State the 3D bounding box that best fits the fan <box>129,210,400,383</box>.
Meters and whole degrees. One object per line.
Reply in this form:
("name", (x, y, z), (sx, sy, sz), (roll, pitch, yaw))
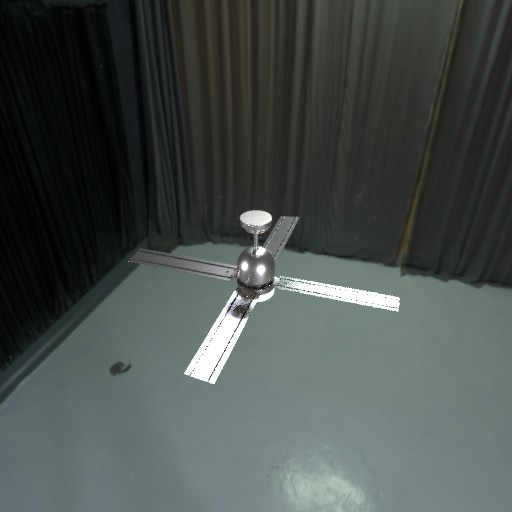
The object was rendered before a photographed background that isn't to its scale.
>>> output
("fan", (0.000, 0.000, 2.088), (1.346, 0.406, 1.346), (9, 34, 14))
